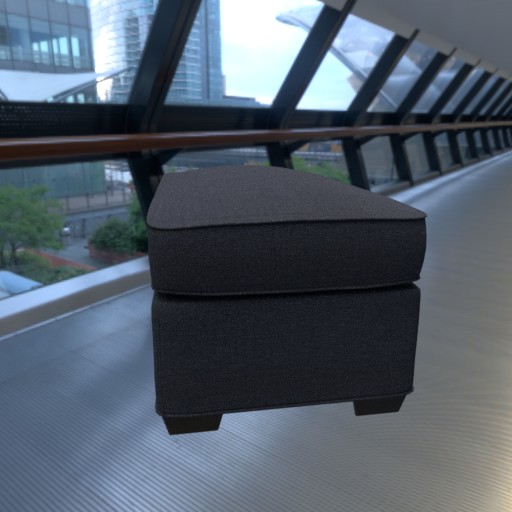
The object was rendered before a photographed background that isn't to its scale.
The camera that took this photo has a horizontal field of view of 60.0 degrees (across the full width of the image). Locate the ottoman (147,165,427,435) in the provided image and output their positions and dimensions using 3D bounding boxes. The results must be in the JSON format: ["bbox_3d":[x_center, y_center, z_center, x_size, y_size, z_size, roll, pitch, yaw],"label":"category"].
[{"bbox_3d":[0.000,0.000,1.191,0.505,0.453,0.895,-2,16,-9],"label":"ottoman"}]
